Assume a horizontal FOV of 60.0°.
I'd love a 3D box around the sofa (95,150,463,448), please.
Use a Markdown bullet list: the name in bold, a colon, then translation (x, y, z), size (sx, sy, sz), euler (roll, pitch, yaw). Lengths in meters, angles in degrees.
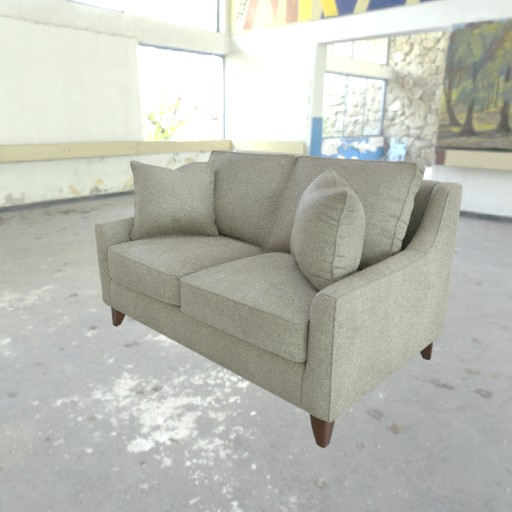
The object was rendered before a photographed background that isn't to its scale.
- **sofa**: translation (0.000, 0.000, 1.996), size (1.422, 0.863, 0.915), euler (15, 22, 41)
